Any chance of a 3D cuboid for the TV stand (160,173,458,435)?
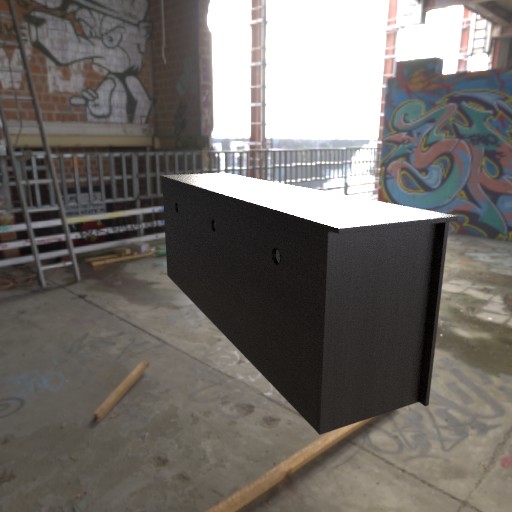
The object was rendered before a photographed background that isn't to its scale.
[{"bbox_3d":[0.000,0.000,2.011,0.406,0.610,1.778,-7,16,-25],"label":"TV stand"}]
